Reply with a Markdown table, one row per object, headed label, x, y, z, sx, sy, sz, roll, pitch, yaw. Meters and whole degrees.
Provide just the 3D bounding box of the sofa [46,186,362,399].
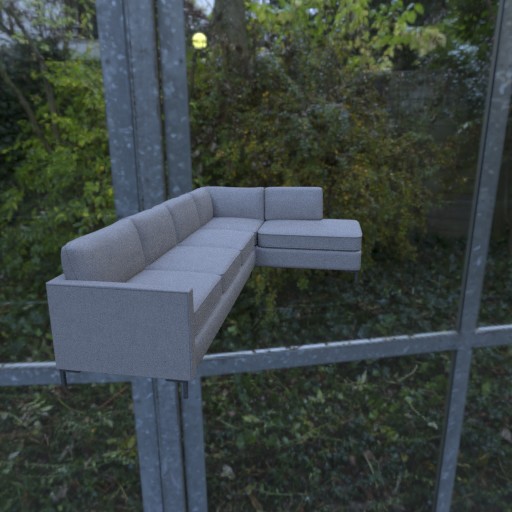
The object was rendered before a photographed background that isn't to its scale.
| label | x | y | z | sx | sy | sz | roll | pitch | yaw |
| --- | --- | --- | --- | --- | --- | --- | --- | --- | --- |
| sofa | 0.000 | 0.000 | 4.196 | 2.077 | 0.964 | 3.331 | 3 | 16 | 9 |
